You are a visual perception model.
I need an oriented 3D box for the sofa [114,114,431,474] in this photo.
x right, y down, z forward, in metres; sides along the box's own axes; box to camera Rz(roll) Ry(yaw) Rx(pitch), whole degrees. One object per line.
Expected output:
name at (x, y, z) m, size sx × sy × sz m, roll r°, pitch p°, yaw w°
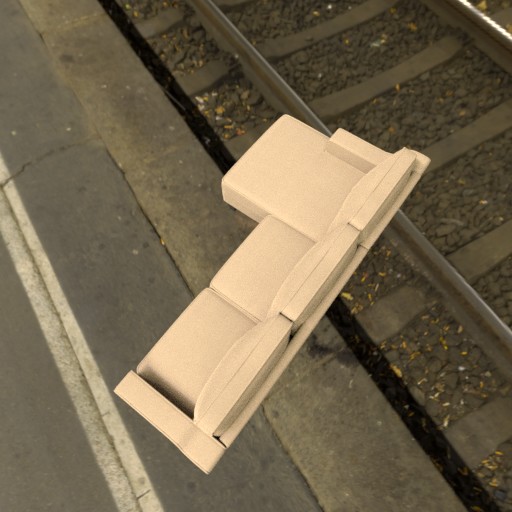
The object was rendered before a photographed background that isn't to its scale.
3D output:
sofa at (0.000, 0.000, 3.179) m, size 1.294 × 0.928 × 2.561 m, roll 34°, pitch 68°, yaw 15°
